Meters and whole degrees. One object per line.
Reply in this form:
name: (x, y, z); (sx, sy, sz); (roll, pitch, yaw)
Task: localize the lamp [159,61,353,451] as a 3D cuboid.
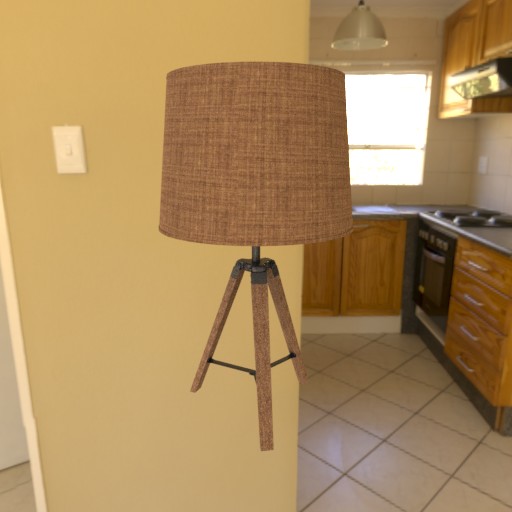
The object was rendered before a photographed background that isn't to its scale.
lamp: (0.000, 0.000, 0.684); (0.290, 0.514, 0.290); (0, 14, 0)
